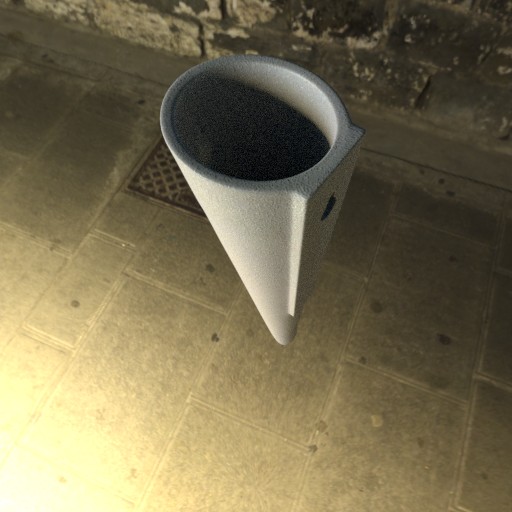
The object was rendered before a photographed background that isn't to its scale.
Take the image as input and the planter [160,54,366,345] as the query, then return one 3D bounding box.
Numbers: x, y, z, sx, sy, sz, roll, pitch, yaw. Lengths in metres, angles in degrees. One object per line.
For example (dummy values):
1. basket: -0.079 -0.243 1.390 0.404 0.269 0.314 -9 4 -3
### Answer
1. planter: 0.000 0.000 0.226 0.064 0.191 0.057 34 67 16
